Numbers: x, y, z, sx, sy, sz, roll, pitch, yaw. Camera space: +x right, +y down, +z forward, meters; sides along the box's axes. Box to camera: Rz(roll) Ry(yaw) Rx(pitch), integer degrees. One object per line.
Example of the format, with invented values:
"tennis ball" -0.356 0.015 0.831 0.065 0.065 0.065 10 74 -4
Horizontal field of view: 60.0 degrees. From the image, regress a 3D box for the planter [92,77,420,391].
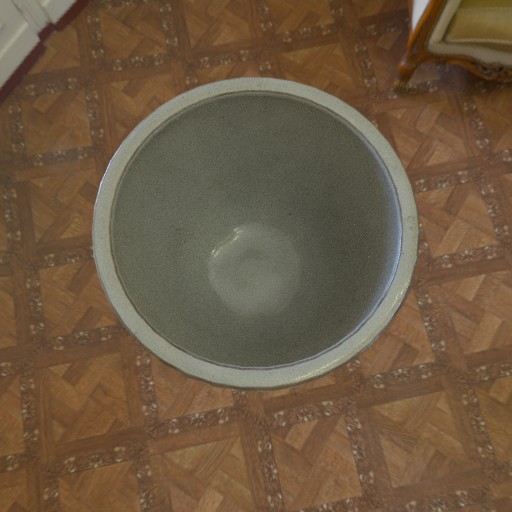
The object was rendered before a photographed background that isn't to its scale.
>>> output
"planter" 0.000 0.000 0.247 0.139 0.130 0.139 0 76 0
